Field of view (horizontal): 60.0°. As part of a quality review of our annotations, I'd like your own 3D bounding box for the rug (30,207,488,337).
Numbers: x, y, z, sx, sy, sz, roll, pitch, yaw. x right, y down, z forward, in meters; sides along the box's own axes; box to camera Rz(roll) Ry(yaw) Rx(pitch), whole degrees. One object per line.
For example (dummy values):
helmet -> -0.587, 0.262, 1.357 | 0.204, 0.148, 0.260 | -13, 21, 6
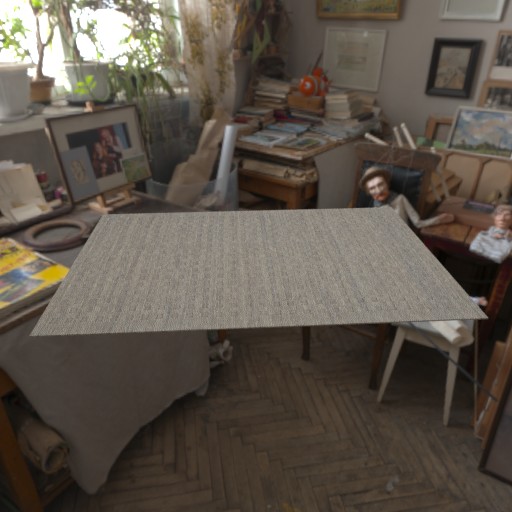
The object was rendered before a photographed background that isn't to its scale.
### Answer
rug -> 0.000, 0.000, 2.189 | 1.752, 0.006, 1.142 | -2, 29, -3
